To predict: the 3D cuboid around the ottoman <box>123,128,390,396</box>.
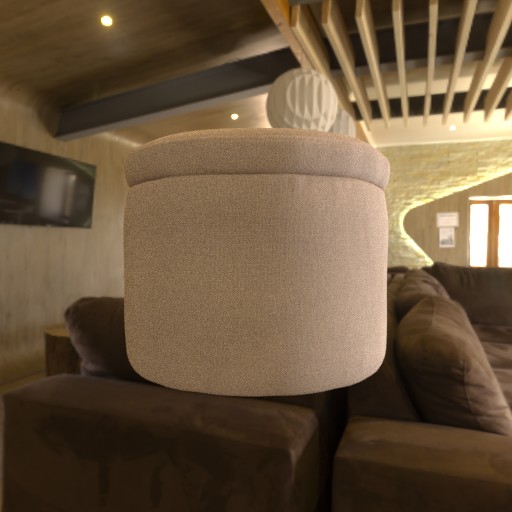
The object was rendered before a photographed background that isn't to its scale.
[{"bbox_3d":[0.000,0.000,0.868,0.497,0.409,0.497,0,1,0],"label":"ottoman"}]
